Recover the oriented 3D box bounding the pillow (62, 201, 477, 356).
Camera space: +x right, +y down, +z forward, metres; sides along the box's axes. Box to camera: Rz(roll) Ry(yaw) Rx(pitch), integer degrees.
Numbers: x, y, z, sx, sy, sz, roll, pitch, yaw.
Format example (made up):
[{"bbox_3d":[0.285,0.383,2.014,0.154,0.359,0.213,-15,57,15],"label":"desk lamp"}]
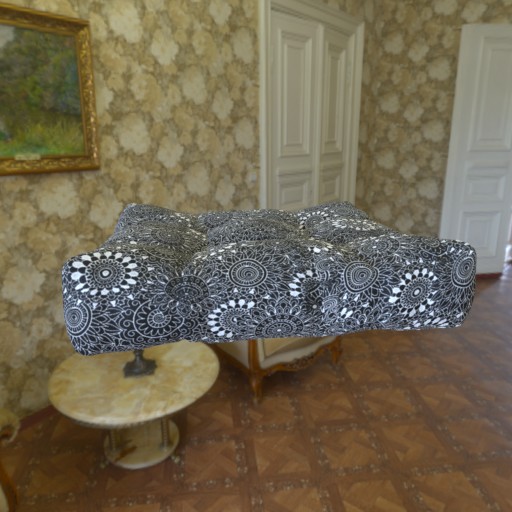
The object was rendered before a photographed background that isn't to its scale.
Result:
[{"bbox_3d":[0.000,0.000,0.720,0.490,0.128,0.468,-2,15,-8],"label":"pillow"}]
